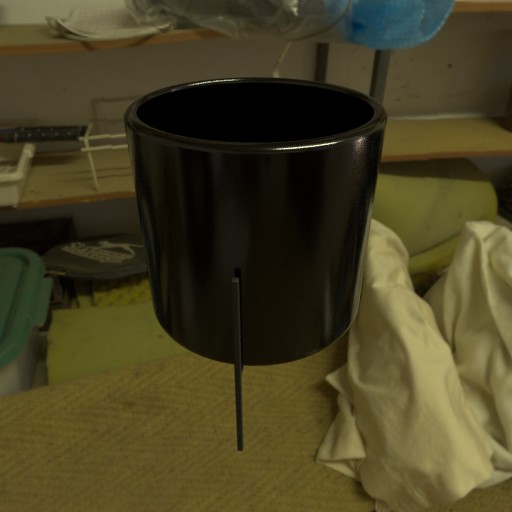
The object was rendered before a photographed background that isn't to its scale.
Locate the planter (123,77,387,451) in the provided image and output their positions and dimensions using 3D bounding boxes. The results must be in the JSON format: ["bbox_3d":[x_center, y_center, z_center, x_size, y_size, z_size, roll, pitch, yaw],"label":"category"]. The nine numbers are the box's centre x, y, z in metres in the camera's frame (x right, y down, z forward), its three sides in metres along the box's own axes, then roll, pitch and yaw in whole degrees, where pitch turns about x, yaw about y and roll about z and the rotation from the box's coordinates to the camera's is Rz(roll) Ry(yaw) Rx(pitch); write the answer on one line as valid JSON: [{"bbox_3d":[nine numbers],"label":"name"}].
[{"bbox_3d":[0.000,0.000,0.638,0.310,0.432,0.310,-23,40,-30],"label":"planter"}]
